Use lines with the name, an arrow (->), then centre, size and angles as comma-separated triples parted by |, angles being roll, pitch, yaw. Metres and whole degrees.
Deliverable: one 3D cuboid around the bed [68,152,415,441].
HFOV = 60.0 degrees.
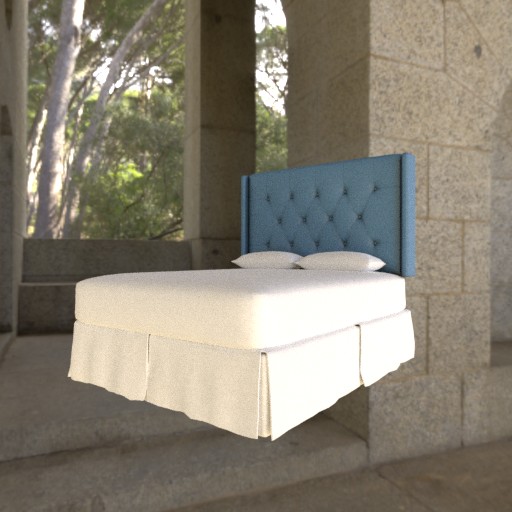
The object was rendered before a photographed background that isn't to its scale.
bed -> 0.000, 0.000, 3.281 | 1.719, 1.665, 2.078 | 0, 0, 37
